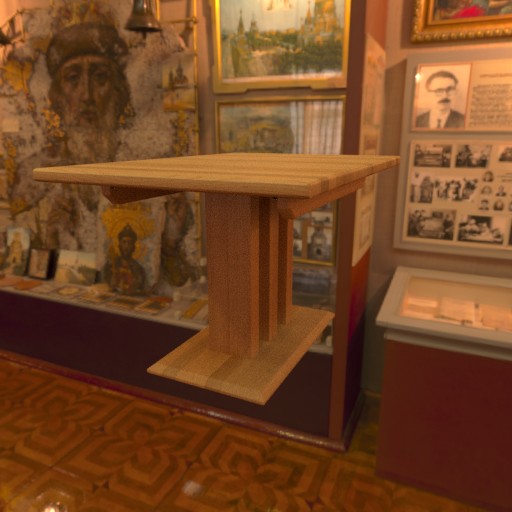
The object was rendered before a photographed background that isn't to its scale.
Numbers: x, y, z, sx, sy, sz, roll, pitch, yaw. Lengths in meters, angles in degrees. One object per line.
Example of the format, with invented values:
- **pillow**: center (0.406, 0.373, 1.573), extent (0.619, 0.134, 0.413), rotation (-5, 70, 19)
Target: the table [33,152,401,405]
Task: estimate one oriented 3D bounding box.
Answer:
- **table**: center (0.000, 0.000, 1.832), extent (0.900, 0.770, 1.300), rotation (7, 17, 25)
